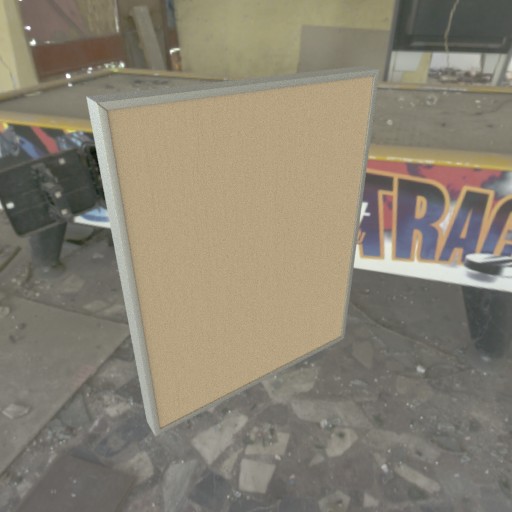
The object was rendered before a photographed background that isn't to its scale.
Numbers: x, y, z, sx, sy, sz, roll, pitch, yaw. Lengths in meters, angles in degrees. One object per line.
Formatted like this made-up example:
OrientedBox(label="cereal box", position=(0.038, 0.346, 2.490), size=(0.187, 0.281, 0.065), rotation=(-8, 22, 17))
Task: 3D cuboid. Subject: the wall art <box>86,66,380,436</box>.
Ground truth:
OrientedBox(label="wall art", position=(0.000, 0.000, 0.742), size=(0.445, 0.553, 0.039), rotation=(-19, 36, -29))
